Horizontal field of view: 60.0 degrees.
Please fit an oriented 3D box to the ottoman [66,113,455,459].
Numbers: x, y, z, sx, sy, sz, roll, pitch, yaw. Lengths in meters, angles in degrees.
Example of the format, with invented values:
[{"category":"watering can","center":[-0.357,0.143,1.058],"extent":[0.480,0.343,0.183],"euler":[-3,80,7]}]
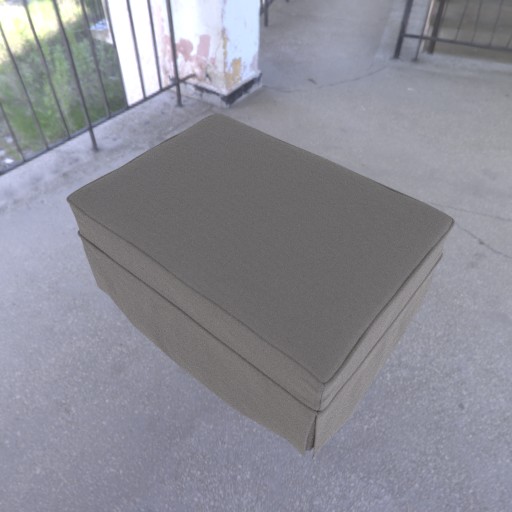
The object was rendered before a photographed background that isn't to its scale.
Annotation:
[{"category":"ottoman","center":[0.000,0.000,1.367],"extent":[0.944,0.479,0.703],"euler":[31,54,26]}]
